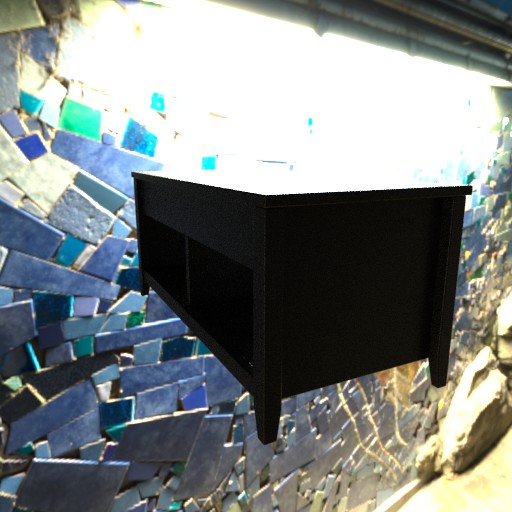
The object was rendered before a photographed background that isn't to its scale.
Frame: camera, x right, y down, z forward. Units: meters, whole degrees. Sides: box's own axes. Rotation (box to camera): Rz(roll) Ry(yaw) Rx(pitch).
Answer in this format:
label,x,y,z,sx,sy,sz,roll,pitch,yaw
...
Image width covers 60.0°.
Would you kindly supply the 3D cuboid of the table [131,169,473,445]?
label,x,y,z,sx,sy,sz,roll,pitch,yaw
table,0.000,0.000,1.293,0.483,0.457,1.016,-7,15,-26
